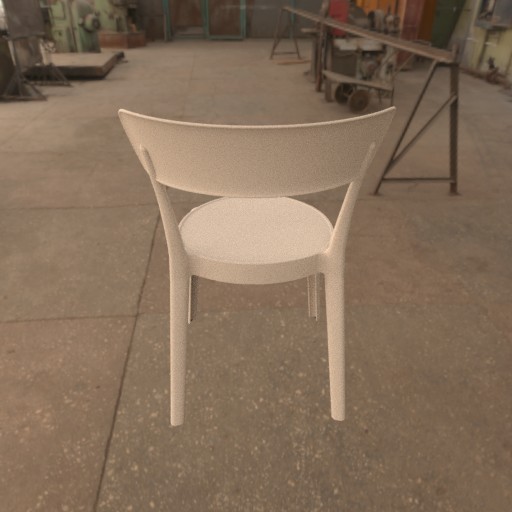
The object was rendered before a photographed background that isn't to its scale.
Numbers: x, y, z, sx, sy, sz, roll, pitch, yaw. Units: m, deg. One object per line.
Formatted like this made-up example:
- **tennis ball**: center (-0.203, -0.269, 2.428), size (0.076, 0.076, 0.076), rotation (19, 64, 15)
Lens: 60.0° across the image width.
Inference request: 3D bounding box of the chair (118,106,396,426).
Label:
- **chair**: center (0.000, 0.000, 1.108), size (0.506, 0.790, 0.491), rotation (-1, 32, -2)
